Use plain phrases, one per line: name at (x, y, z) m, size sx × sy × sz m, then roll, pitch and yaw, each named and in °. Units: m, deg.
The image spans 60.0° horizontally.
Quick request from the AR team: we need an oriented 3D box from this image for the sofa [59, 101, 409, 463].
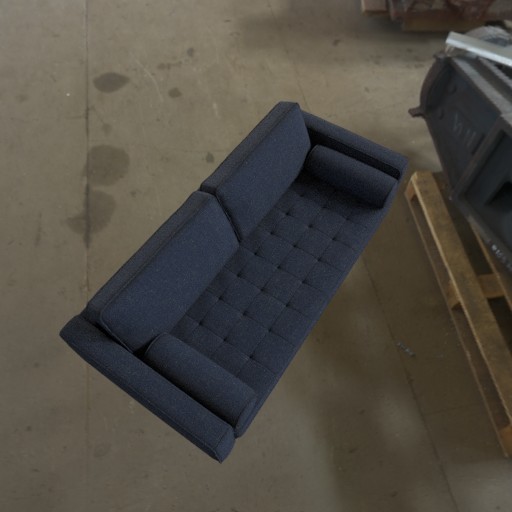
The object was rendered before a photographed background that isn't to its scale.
sofa at (0.000, 0.000, 2.419) m, size 0.914 × 0.762 × 1.880 m, roll 30°, pitch 64°, yaw 17°
